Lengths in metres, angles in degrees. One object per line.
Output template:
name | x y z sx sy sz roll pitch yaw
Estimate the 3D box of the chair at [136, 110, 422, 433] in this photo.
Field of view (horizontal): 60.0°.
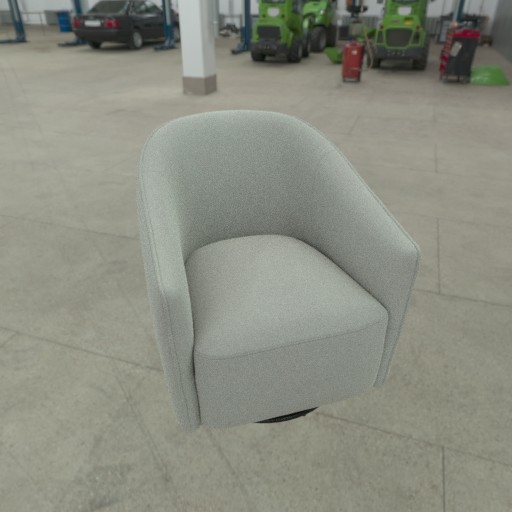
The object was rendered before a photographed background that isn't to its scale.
chair | 0.000 0.000 1.521 0.747 0.799 0.875 -9 32 -14
